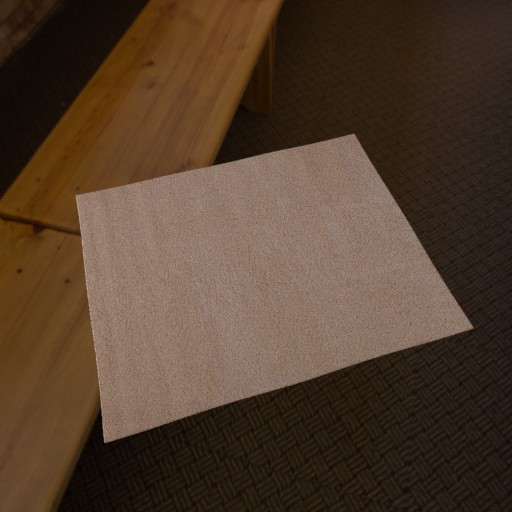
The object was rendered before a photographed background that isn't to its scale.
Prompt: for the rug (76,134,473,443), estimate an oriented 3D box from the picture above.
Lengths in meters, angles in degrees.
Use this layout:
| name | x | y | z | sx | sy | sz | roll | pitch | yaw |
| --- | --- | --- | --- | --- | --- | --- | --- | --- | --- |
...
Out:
| name | x | y | z | sx | sy | sz | roll | pitch | yaw |
| --- | --- | --- | --- | --- | --- | --- | --- | --- | --- |
| rug | 0.000 | 0.000 | 4.026 | 3.000 | 0.025 | 2.400 | -15 | 59 | -9 |
